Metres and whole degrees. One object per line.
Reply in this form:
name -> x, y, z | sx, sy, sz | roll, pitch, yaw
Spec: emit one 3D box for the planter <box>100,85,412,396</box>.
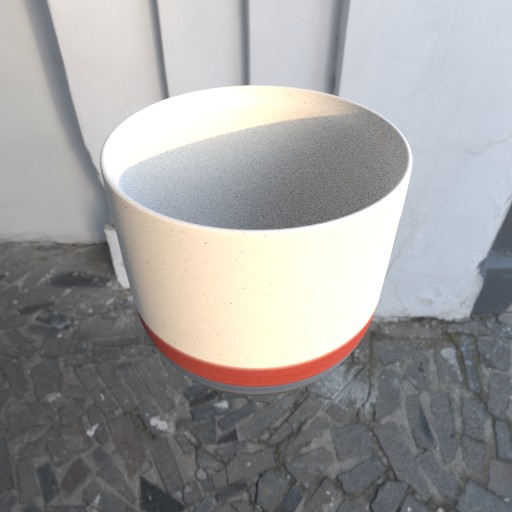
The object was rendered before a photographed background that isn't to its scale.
planter -> 0.000, 0.000, 0.477 | 0.268, 0.270, 0.268 | 0, 41, 0
